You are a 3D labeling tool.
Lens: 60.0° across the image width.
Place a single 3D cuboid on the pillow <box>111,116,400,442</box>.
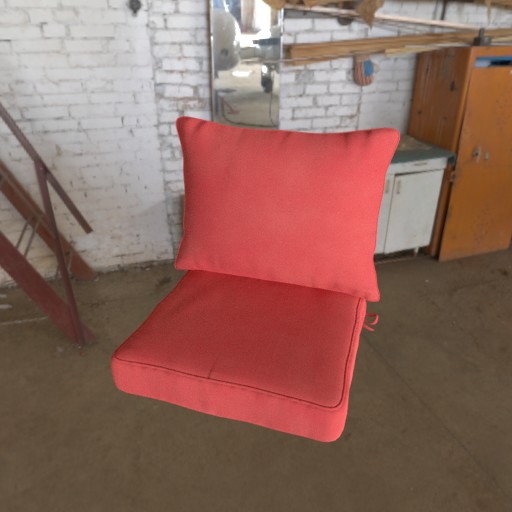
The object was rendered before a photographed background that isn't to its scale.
[{"bbox_3d":[0.000,0.000,1.397,0.798,0.725,0.733,8,29,15],"label":"pillow"}]
